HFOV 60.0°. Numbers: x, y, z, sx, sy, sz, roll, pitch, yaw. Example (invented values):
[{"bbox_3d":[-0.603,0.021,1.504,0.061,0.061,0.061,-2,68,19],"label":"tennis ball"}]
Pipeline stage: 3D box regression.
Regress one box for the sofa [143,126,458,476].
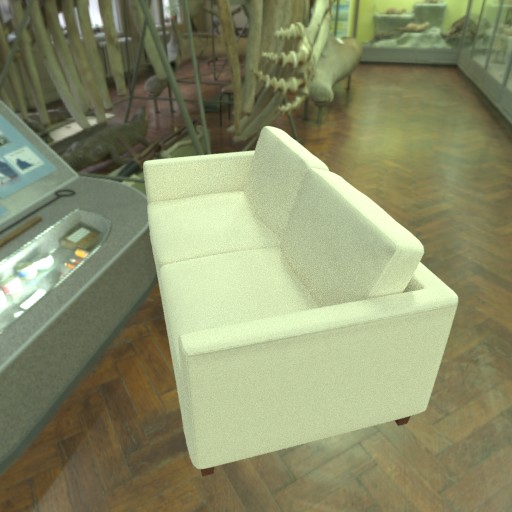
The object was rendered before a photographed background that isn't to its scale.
[{"bbox_3d":[0.000,0.000,2.172,0.964,0.888,1.702,-8,32,-13],"label":"sofa"}]
